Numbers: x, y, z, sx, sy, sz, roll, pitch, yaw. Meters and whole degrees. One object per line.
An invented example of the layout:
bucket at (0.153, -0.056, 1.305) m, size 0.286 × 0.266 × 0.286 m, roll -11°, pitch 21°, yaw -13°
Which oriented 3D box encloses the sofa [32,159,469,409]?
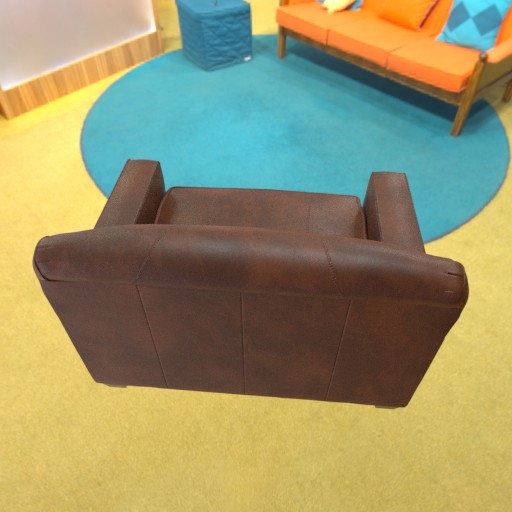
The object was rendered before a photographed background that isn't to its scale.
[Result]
sofa at (0.000, 0.000, 1.983) m, size 1.413 × 0.956 × 1.000 m, roll 4°, pitch 47°, yaw 3°
